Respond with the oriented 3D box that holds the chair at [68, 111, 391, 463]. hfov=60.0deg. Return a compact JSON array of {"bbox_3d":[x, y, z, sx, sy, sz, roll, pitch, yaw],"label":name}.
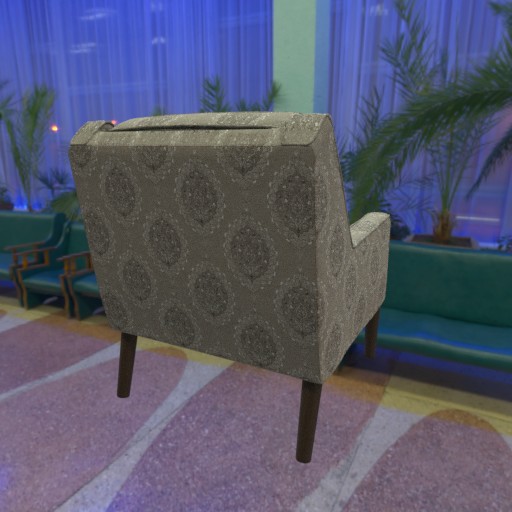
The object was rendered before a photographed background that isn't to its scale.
[{"bbox_3d":[0.000,0.000,1.333,0.665,0.797,0.750,8,16,27],"label":"chair"}]
